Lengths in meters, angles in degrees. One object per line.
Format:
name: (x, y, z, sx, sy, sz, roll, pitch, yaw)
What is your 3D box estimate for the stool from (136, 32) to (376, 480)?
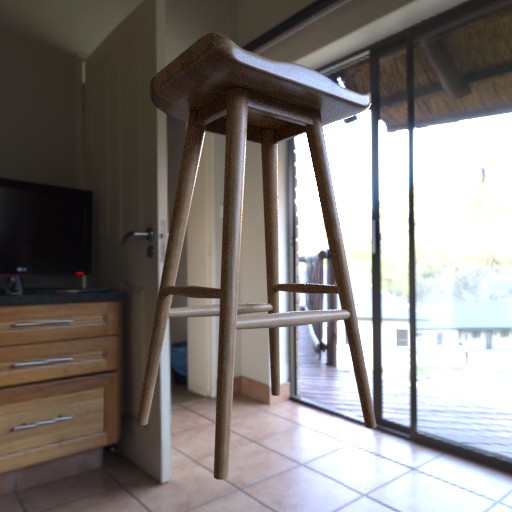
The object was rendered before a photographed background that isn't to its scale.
stool: (0.000, 0.000, 0.925, 0.407, 0.698, 0.322, 2, -3, -38)
